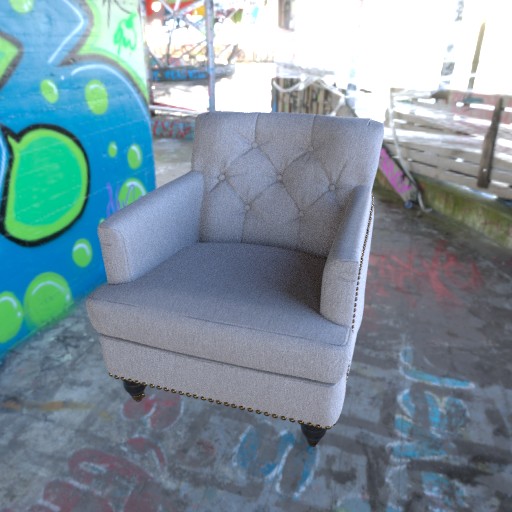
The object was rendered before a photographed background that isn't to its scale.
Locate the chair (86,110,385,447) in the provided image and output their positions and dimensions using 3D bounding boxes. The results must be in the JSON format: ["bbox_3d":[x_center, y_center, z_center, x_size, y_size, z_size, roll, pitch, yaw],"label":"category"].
[{"bbox_3d":[0.000,0.000,1.499,0.737,0.823,0.902,8,27,16],"label":"chair"}]
